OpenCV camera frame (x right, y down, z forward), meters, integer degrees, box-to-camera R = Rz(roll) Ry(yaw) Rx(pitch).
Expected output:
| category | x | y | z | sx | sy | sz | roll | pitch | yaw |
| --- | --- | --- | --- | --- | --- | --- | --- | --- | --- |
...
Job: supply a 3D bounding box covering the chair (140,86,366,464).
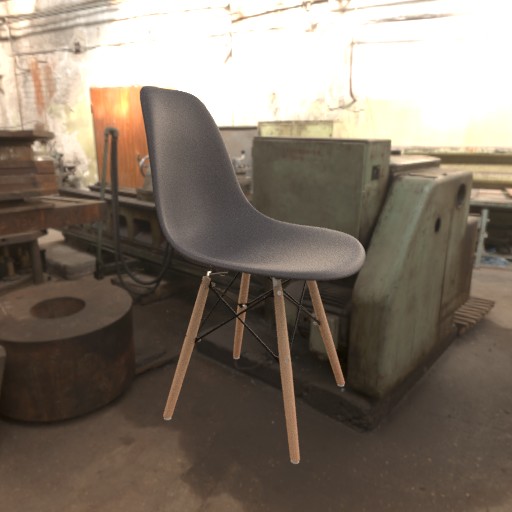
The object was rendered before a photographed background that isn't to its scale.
| category | x | y | z | sx | sy | sz | roll | pitch | yaw |
| --- | --- | --- | --- | --- | --- | --- | --- | --- | --- |
| chair | 0.000 | 0.000 | 1.126 | 0.533 | 0.826 | 0.470 | 8 | 17 | 26 |
